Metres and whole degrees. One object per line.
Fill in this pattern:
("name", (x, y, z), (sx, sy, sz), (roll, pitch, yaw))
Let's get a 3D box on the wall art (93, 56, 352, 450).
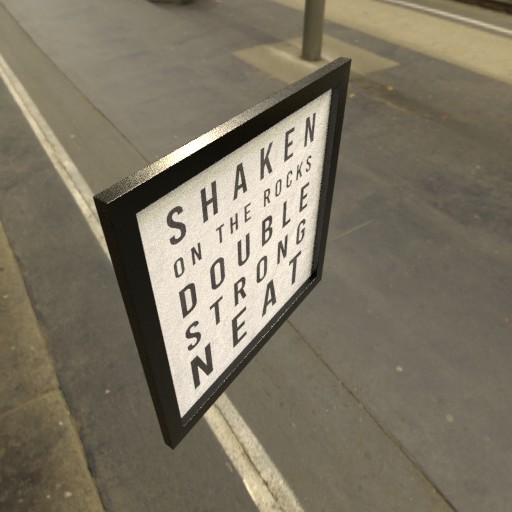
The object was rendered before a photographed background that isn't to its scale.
("wall art", (0.000, 0.000, 0.512), (0.014, 0.349, 0.349), (26, 48, 26))
